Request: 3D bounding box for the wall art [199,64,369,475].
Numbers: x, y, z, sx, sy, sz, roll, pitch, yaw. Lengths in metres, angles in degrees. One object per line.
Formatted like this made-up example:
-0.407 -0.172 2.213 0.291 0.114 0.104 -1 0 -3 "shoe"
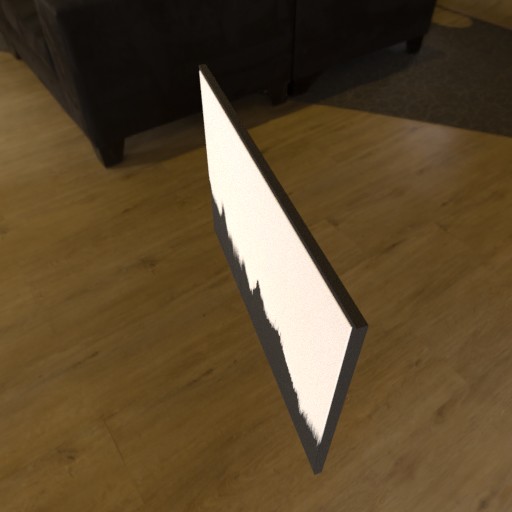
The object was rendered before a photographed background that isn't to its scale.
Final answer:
0.000 0.000 1.488 0.028 0.805 1.190 -14 48 -13 "wall art"
